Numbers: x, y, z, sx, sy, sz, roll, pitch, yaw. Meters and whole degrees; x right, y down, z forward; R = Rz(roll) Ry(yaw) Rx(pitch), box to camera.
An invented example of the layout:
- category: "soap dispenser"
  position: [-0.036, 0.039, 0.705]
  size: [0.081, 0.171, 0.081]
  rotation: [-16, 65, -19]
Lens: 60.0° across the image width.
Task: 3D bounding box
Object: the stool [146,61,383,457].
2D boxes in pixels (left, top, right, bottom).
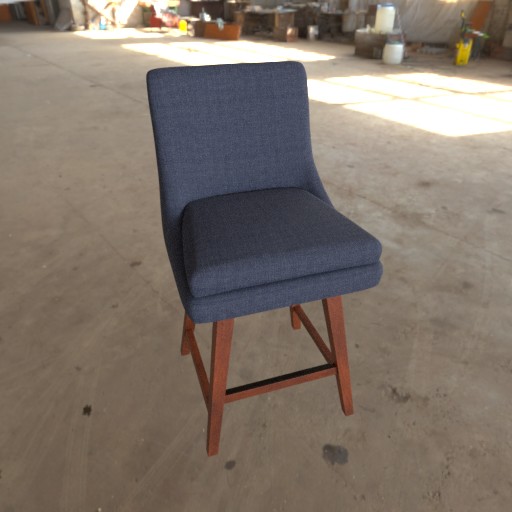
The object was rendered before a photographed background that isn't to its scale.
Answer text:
- category: "stool"
  position: [0.000, 0.000, 1.195]
  size: [0.467, 0.895, 0.524]
  rotation: [-10, 34, -15]
